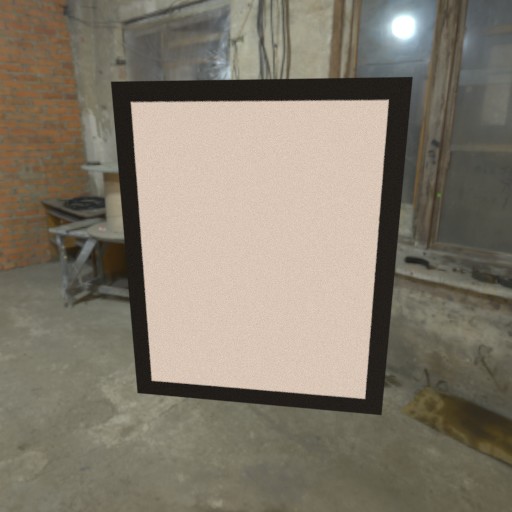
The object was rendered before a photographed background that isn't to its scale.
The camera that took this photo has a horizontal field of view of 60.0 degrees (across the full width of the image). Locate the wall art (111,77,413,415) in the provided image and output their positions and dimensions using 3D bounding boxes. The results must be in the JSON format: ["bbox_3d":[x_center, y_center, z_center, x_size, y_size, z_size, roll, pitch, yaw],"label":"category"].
[{"bbox_3d":[0.000,0.000,0.546,0.329,0.404,0.024,2,16,8],"label":"wall art"}]
